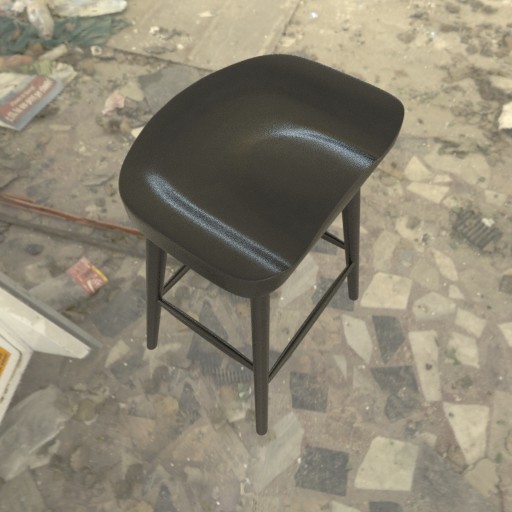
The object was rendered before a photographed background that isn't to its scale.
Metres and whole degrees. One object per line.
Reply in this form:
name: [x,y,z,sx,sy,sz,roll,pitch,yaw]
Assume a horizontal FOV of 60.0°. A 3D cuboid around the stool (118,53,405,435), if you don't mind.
stool: [0.000,0.000,0.876,0.361,0.615,0.440,32,63,18]
